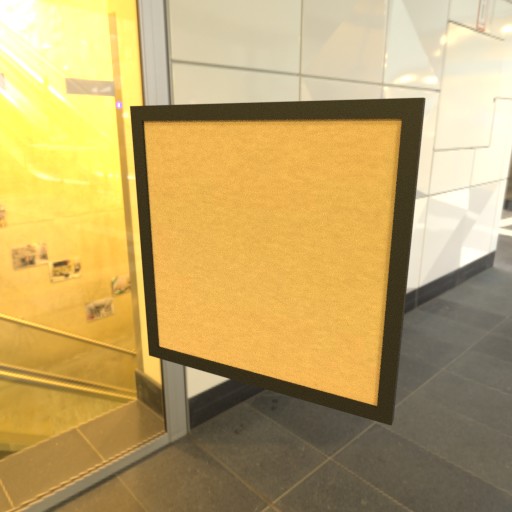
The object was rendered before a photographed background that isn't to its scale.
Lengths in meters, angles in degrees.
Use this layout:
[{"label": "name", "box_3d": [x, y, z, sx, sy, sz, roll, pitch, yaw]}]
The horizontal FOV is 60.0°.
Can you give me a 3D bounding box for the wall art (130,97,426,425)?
[{"label": "wall art", "box_3d": [0.000, 0.000, 0.543, 0.356, 0.356, 0.013, 8, 18, 26]}]
